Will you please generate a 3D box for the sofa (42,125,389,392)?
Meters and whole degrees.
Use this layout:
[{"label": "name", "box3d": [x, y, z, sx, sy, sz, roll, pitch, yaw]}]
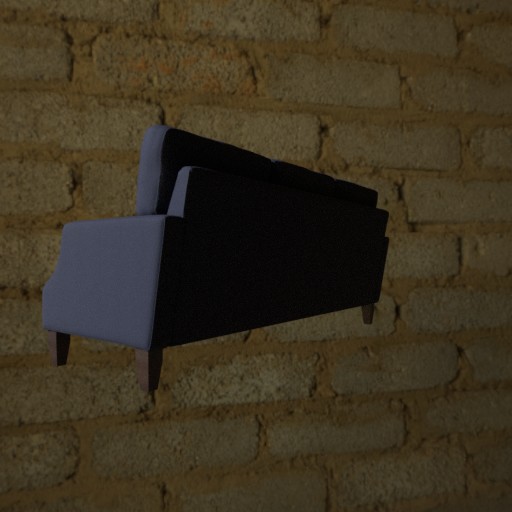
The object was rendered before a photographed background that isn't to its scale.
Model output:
[{"label": "sofa", "box3d": [0.000, 0.000, 2.579, 0.888, 0.984, 2.115, 0, 0, 37]}]
